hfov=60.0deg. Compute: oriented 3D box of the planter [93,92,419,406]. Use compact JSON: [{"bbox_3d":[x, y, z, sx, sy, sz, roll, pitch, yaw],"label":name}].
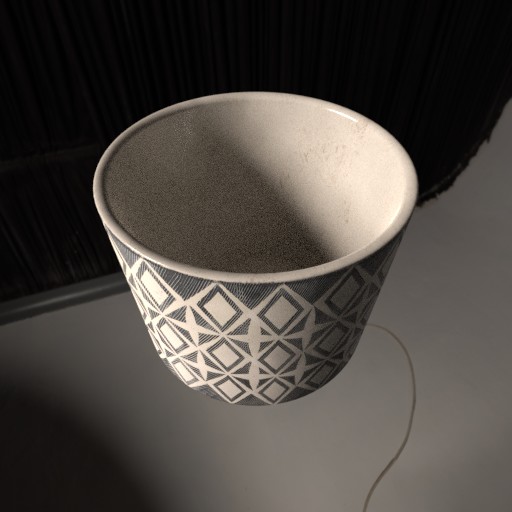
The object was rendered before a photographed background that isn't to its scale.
[{"bbox_3d":[0.000,0.000,0.443,0.260,0.220,0.260,0,45,0],"label":"planter"}]
